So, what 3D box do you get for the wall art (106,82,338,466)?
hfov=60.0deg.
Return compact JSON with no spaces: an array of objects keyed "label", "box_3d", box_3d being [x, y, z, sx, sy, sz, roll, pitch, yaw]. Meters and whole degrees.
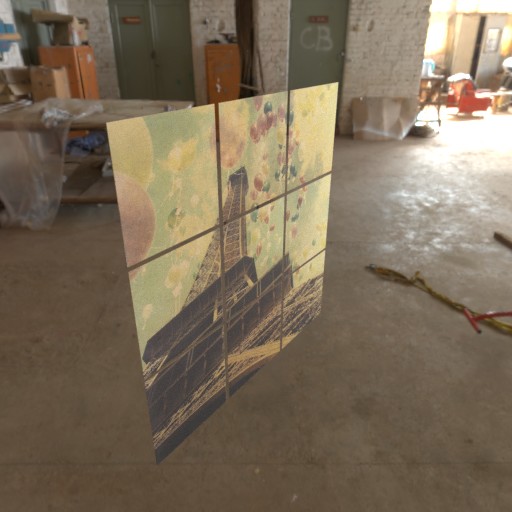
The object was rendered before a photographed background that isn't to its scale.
[{"label":"wall art","box_3d":[0.000,0.000,2.207,0.002,1.505,1.517,18,32,32]}]
